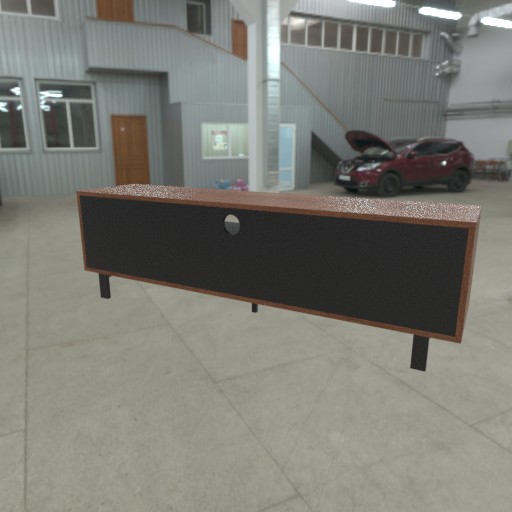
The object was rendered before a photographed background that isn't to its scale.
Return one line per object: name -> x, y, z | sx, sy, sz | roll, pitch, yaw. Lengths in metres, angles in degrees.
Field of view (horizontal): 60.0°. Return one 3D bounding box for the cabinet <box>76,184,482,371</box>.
cabinet -> 0.000, 0.000, 1.881 | 1.650, 0.500, 0.400 | 8, 17, 27
